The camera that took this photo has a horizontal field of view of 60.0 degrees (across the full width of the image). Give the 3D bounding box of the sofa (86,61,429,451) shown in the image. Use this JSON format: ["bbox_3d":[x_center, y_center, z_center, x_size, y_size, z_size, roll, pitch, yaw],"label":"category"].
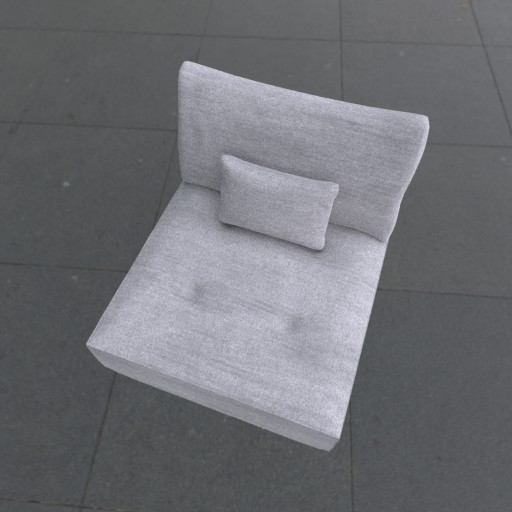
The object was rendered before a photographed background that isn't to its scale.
[{"bbox_3d":[0.000,0.000,1.651,0.930,0.820,1.000,17,60,10],"label":"sofa"}]
